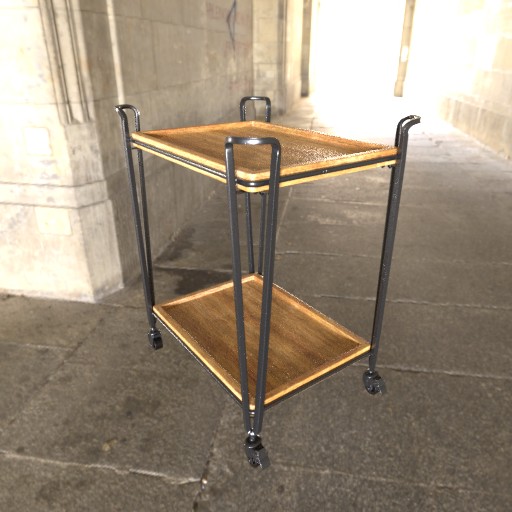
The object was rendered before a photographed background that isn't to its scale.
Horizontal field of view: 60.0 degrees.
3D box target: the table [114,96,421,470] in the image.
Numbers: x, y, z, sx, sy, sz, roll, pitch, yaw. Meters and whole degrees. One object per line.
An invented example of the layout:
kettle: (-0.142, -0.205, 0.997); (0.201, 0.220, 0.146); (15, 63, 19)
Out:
table: (0.000, 0.000, 1.251); (0.505, 0.785, 0.672); (-17, 29, -32)
